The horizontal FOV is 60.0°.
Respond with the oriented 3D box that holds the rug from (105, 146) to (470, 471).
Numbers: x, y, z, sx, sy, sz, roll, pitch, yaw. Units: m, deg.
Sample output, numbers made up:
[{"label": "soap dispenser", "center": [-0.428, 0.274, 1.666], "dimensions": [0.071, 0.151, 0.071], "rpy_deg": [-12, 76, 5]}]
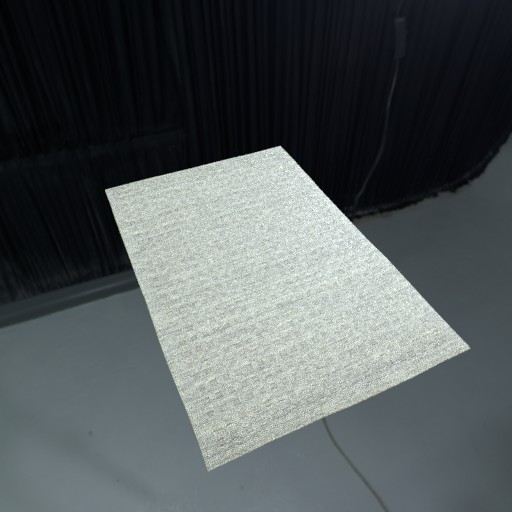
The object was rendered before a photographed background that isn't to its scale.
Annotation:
[{"label": "rug", "center": [0.000, 0.000, 2.929], "dimensions": [1.532, 0.018, 2.297], "rpy_deg": [-18, 48, -17]}]
